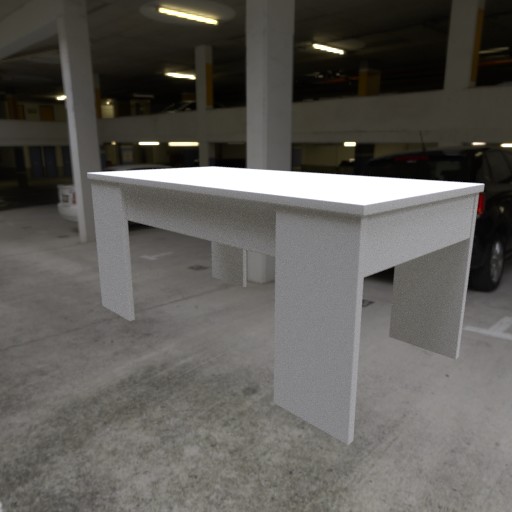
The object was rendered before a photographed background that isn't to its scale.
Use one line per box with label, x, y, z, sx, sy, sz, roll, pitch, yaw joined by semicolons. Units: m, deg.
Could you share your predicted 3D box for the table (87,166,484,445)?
table;0.000;0.000;1.256;0.500;0.440;1.000;-14;20;-42
